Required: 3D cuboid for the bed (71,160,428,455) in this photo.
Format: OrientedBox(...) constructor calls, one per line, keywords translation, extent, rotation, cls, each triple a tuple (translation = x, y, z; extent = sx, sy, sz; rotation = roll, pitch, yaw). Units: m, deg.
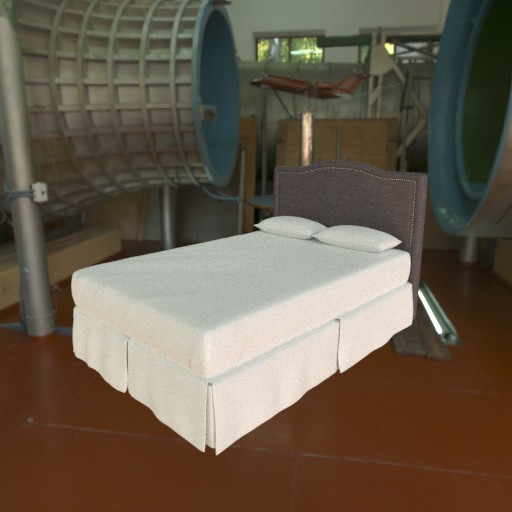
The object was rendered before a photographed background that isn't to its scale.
OrientedBox(translation=(0.000, 0.000, 3.593), extent=(1.741, 1.441, 2.507), rotation=(14, 20, 42), cls="bed")
